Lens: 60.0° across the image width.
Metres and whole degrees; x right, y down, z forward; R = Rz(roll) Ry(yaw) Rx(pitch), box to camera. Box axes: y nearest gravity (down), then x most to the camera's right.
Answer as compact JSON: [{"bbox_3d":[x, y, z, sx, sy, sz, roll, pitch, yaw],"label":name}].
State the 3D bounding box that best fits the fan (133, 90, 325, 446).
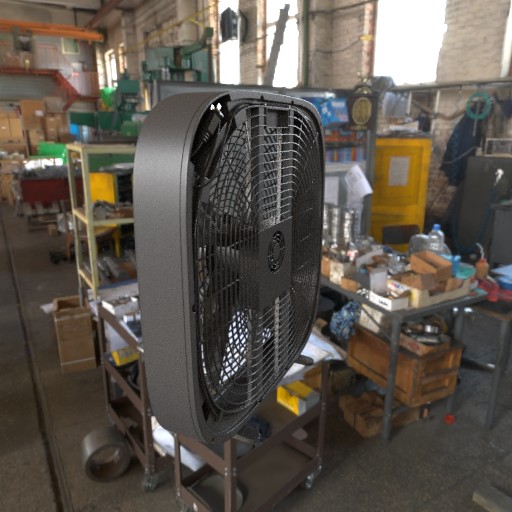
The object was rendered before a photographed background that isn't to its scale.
[{"bbox_3d":[0.000,0.000,0.781,0.142,0.533,0.526,8,18,25],"label":"fan"}]
